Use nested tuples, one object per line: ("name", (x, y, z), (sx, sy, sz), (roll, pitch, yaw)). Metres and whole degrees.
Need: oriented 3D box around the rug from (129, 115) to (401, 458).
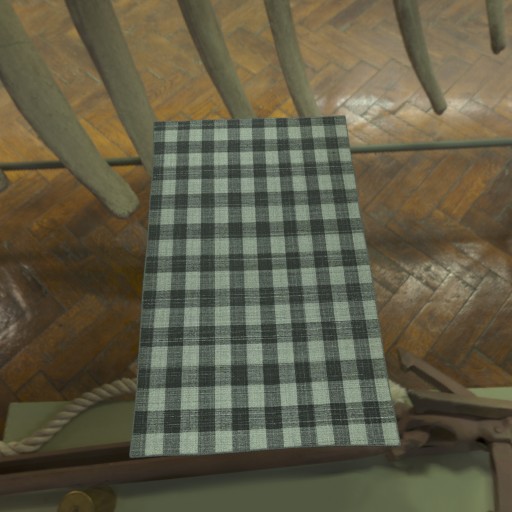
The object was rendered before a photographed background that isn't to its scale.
("rug", (0.000, 0.000, 3.045), (1.554, 0.011, 2.476), (-2, 64, -1))
